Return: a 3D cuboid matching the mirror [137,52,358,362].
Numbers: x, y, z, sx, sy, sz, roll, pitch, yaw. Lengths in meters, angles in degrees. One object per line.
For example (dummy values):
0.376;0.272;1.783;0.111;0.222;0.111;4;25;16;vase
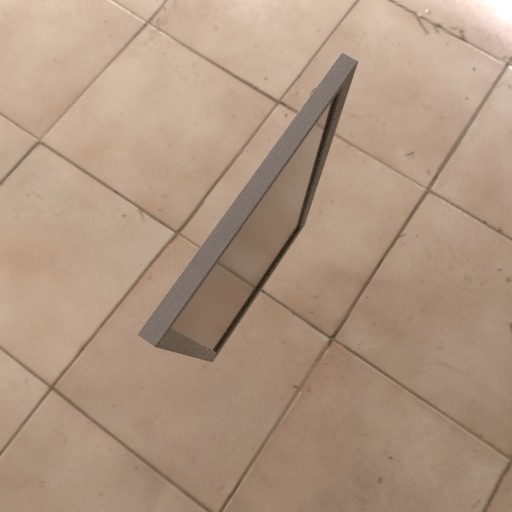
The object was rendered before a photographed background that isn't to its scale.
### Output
0.000;0.000;1.181;0.040;0.915;0.609;33;78;8;mirror
